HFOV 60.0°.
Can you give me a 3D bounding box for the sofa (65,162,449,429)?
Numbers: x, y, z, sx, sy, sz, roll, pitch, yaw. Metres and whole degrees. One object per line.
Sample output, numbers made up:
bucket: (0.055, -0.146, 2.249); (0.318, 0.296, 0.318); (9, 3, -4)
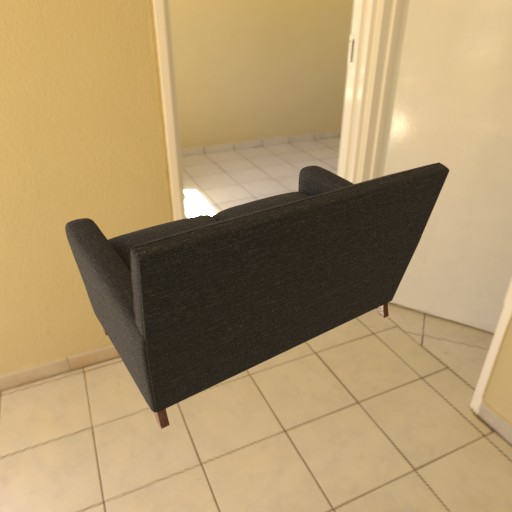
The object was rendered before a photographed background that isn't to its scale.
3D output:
sofa: (0.000, 0.000, 2.019); (1.420, 0.846, 0.875); (-18, 34, -29)
